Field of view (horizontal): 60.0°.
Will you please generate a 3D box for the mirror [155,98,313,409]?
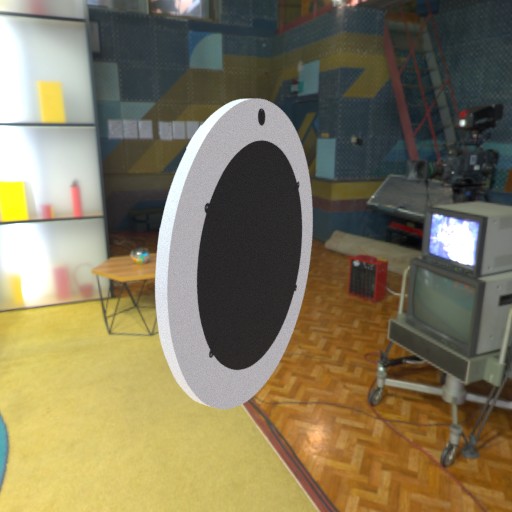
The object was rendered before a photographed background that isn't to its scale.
[{"bbox_3d":[0.000,0.000,1.366,0.038,0.914,0.914,8,17,26],"label":"mirror"}]
